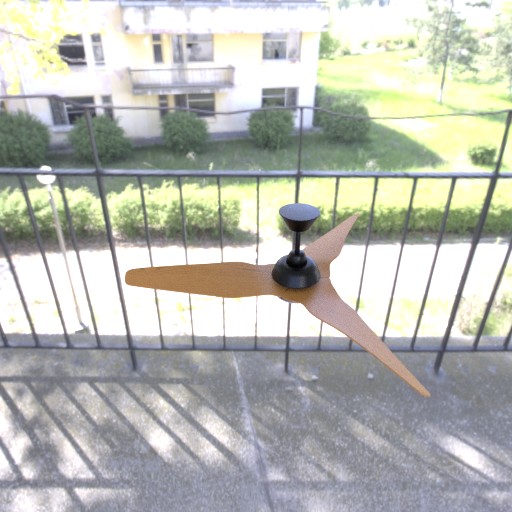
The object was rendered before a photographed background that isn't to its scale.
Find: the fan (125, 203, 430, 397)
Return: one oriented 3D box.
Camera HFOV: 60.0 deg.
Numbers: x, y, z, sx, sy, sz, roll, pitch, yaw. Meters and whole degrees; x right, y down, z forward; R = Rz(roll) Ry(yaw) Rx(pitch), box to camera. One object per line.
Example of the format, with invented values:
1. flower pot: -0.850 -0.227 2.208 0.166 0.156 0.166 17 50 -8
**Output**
1. fan: 0.000 0.000 1.635 1.010 0.355 1.142 0 31 0
